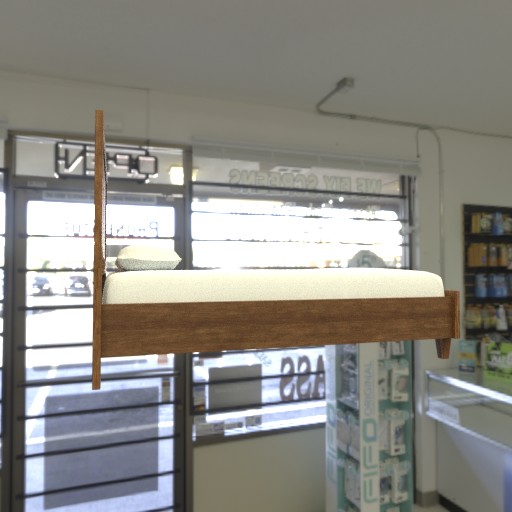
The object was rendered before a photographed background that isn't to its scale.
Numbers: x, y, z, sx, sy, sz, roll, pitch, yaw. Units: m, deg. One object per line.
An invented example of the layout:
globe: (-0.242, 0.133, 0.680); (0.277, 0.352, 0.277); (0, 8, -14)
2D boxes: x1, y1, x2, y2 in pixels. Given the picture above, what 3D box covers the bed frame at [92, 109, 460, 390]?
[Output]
bed frame: (0.000, 0.000, 3.389); (2.276, 1.417, 1.696); (1, -2, -18)
